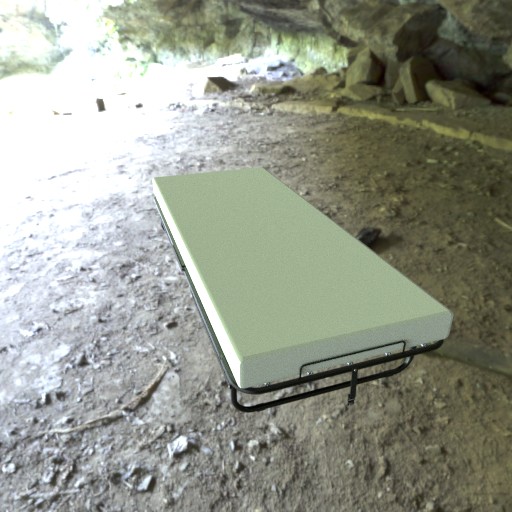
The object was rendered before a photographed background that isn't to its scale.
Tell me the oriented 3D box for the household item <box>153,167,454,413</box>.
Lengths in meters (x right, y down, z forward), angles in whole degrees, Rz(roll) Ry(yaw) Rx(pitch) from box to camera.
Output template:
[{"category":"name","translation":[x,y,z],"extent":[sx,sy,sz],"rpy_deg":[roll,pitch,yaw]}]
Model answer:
[{"category":"household item","translation":[0.000,0.000,2.208],"extent":[0.787,0.356,1.905],"rpy_deg":[-9,28,-17]}]
